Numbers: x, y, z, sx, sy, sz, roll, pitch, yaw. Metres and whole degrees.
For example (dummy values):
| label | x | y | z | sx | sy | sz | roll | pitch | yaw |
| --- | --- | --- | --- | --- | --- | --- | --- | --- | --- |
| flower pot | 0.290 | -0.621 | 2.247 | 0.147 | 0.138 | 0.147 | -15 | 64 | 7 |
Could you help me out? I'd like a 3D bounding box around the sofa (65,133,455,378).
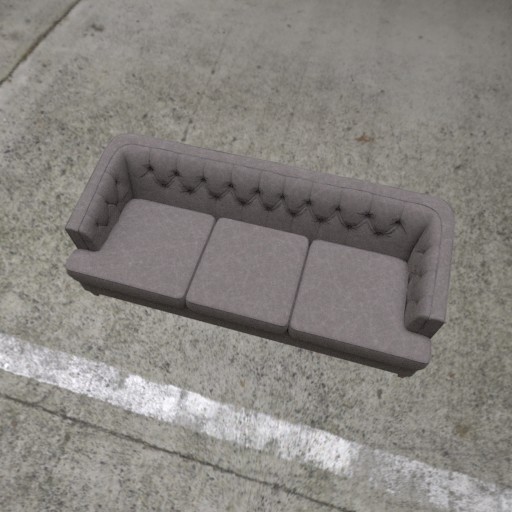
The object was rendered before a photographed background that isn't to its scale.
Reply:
| label | x | y | z | sx | sy | sz | roll | pitch | yaw |
| --- | --- | --- | --- | --- | --- | --- | --- | --- | --- |
| sofa | 0.000 | 0.000 | 2.843 | 2.247 | 0.806 | 0.917 | 14 | 59 | 8 |
